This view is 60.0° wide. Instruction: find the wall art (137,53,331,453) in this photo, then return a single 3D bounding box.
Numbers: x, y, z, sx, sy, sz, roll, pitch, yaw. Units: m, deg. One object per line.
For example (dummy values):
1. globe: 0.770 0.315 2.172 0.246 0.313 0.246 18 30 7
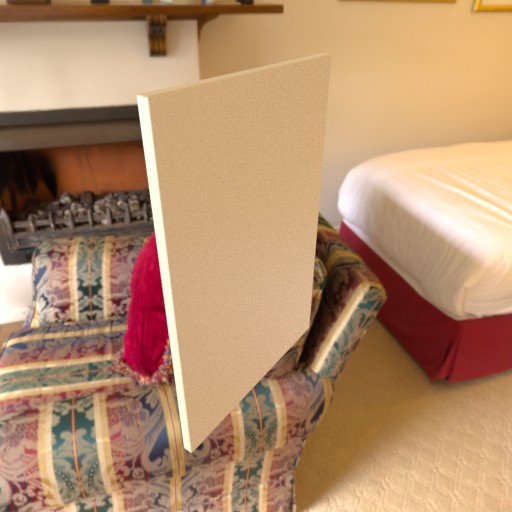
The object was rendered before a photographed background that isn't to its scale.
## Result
1. wall art: 0.000 0.000 1.507 0.038 1.183 0.808 21 37 30
